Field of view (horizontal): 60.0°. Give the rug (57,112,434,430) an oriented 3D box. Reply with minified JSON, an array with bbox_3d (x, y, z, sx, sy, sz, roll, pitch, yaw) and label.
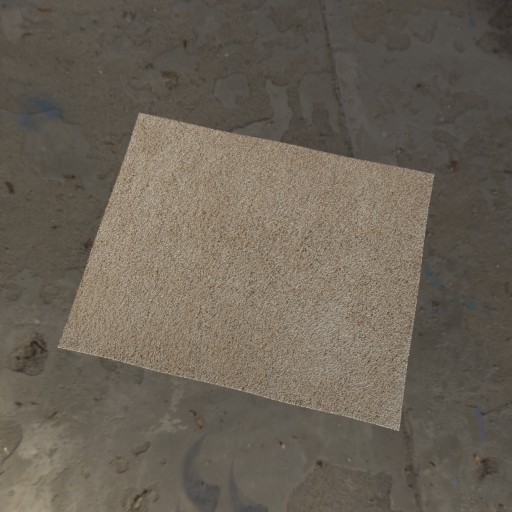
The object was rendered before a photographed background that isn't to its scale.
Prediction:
[{"bbox_3d":[0.000,0.000,4.096,3.000,0.025,2.400,13,75,4],"label":"rug"}]
